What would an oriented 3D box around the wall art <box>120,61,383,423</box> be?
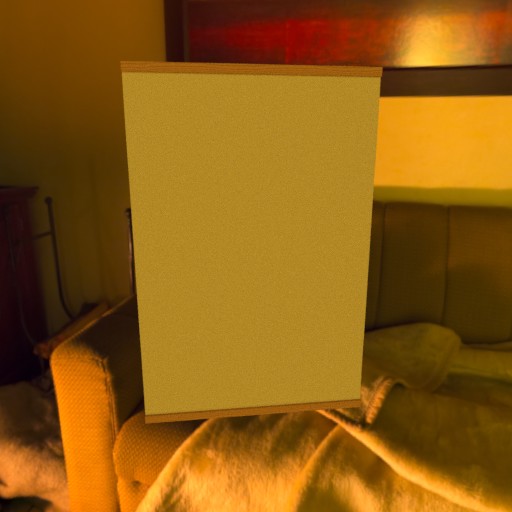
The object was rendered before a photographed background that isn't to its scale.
[{"bbox_3d":[0.000,0.000,1.895,1.011,1.521,0.025,-2,14,-7],"label":"wall art"}]
